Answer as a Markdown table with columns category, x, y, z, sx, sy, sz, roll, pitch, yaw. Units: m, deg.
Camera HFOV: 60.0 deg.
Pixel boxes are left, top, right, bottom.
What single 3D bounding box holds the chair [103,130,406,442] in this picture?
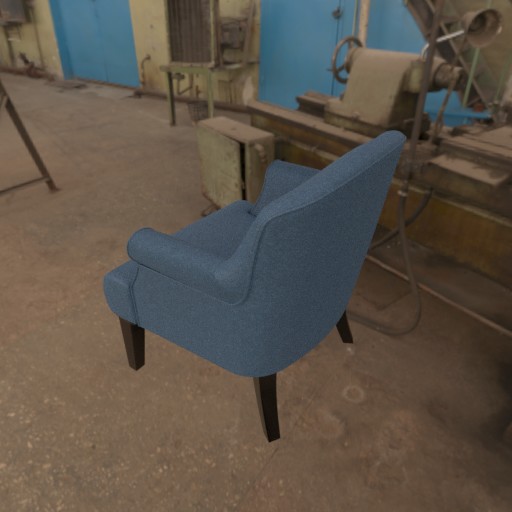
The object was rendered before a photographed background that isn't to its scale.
| category | x | y | z | sx | sy | sz | roll | pitch | yaw |
| --- | --- | --- | --- | --- | --- | --- | --- | --- | --- |
| chair | 0.000 | 0.000 | 1.482 | 0.754 | 0.878 | 0.770 | 21 | 38 | 30 |
